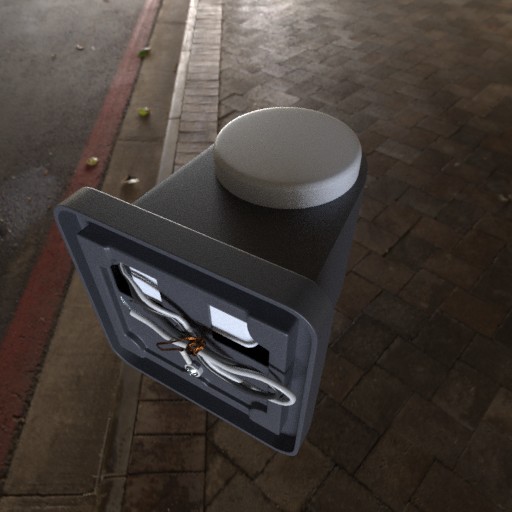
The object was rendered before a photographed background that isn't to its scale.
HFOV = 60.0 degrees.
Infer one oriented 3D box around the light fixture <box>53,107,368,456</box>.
[{"bbox_3d":[0.000,0.000,0.214,0.109,0.109,0.132,23,50,20],"label":"light fixture"}]
